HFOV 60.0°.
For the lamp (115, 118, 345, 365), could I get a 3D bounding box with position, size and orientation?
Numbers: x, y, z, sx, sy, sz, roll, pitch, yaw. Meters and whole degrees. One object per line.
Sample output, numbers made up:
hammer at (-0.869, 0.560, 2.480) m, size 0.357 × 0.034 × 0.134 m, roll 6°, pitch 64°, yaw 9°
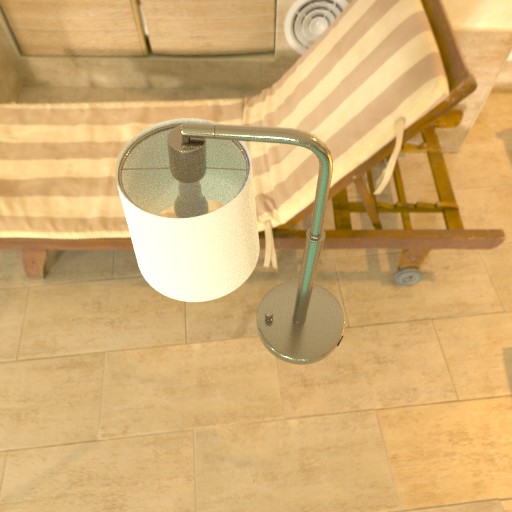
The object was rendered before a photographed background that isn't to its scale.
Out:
lamp at (0.000, 0.000, 0.644) m, size 0.333 × 0.489 × 0.171 m, roll 0°, pitch 58°, yaw 0°
